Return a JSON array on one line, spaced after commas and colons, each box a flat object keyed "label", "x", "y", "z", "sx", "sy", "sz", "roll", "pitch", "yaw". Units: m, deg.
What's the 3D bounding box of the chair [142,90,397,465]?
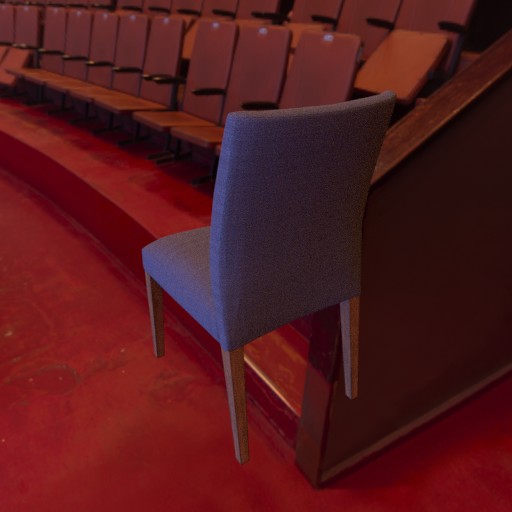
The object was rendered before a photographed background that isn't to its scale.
[{"label": "chair", "x": 0.000, "y": 0.000, "z": 1.284, "sx": 0.496, "sy": 0.940, "sz": 0.585, "roll": -18, "pitch": 34, "yaw": -29}]
